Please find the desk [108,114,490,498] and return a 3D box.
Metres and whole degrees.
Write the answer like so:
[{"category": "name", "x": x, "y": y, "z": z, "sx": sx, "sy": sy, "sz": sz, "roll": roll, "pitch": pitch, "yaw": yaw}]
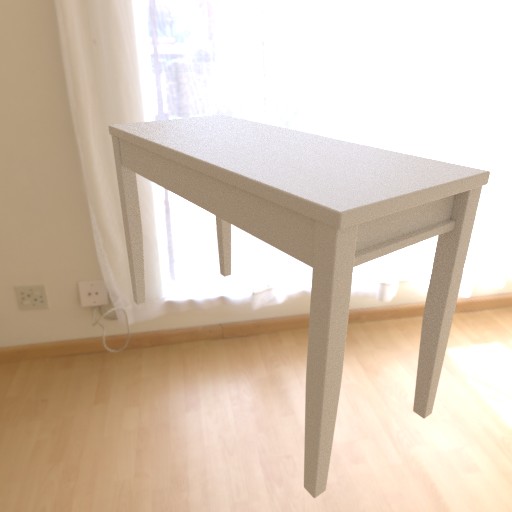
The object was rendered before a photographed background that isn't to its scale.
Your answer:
[{"category": "desk", "x": 0.000, "y": 0.000, "z": 1.537, "sx": 0.508, "sy": 0.775, "sz": 1.220, "roll": -17, "pitch": 30, "yaw": -32}]
